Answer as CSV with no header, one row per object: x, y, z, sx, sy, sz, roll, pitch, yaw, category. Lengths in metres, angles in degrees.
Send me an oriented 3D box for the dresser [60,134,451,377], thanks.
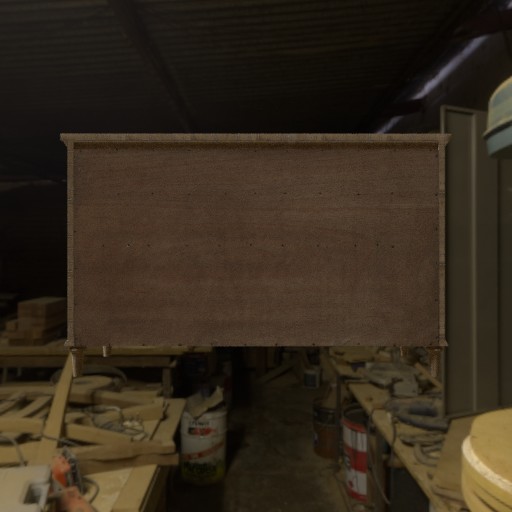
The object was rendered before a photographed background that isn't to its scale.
0.000,0.000,2.071,1.626,1.016,0.457,0,0,0,dresser
